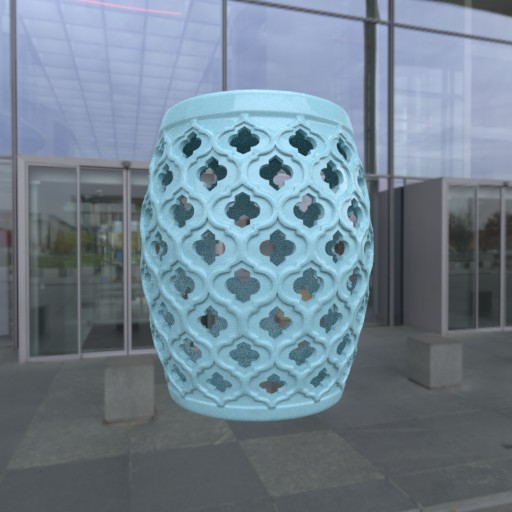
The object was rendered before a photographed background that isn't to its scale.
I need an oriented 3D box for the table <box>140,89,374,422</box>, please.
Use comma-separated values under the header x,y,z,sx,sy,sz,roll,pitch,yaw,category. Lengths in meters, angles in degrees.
x,y,z,sx,sy,sz,roll,pitch,yaw,category
0.000,0.000,0.636,0.325,0.388,0.325,0,1,0,table
